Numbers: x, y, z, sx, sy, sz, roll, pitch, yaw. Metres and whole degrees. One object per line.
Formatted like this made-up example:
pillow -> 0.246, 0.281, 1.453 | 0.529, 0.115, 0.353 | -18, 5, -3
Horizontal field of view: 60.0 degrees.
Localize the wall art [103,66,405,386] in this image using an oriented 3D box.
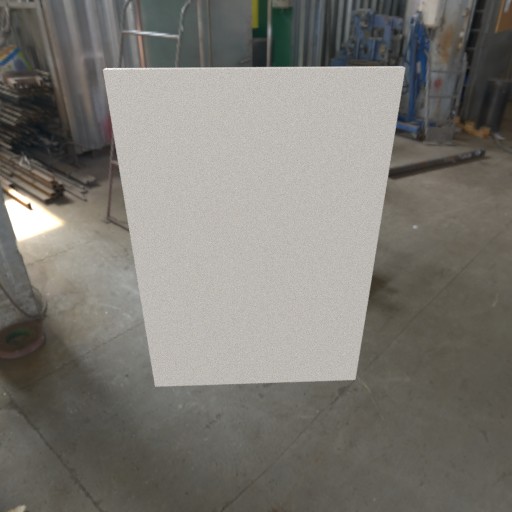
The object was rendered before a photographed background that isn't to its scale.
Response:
wall art -> 0.000, 0.000, 0.601 | 0.325, 0.474, 0.010 | -1, 31, -2
